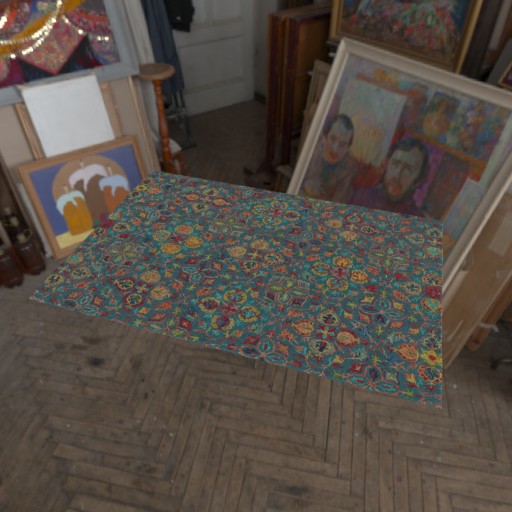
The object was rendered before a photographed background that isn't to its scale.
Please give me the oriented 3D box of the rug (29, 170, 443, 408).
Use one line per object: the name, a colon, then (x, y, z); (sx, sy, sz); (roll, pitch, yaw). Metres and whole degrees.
rug: (0.000, 0.000, 2.287); (1.836, 0.014, 1.216); (12, 43, 13)
